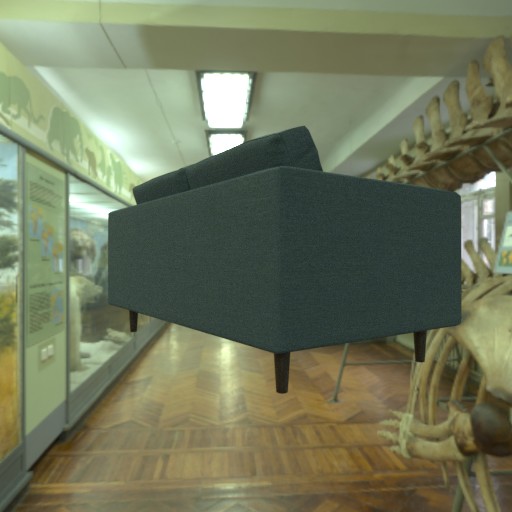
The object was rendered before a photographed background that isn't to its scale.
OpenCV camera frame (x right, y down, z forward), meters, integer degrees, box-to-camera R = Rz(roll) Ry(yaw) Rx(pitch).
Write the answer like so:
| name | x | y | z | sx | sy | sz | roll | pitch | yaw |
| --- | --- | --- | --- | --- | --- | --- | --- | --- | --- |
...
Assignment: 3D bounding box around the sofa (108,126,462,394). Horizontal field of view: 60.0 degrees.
| name | x | y | z | sx | sy | sz | roll | pitch | yaw |
| --- | --- | --- | --- | --- | --- | --- | --- | --- | --- |
| sofa | 0.000 | 0.000 | 2.239 | 0.999 | 0.907 | 1.659 | 0 | 0 | -35 |
